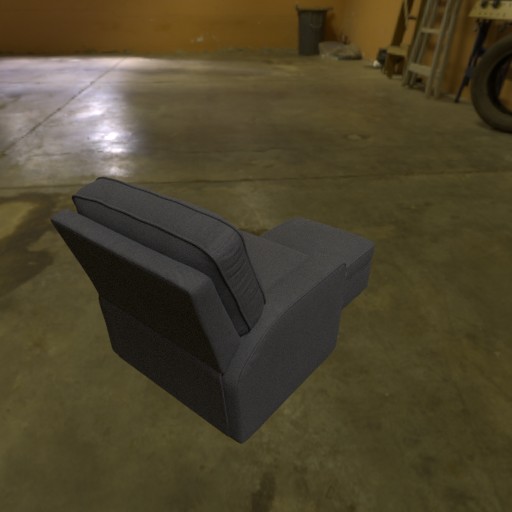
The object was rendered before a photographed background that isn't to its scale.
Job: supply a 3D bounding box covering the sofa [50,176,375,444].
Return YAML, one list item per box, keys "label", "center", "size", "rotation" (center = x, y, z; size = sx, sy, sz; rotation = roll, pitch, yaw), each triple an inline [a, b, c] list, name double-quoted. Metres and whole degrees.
- label: "sofa"
  center: [0.000, 0.000, 2.075]
  size: [0.861, 0.959, 1.472]
  rotation: [22, 37, 33]
